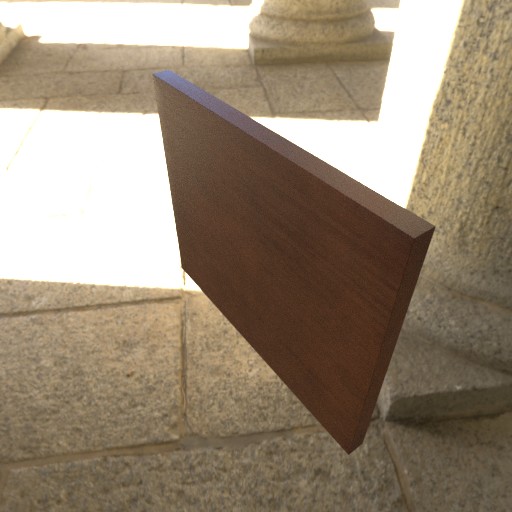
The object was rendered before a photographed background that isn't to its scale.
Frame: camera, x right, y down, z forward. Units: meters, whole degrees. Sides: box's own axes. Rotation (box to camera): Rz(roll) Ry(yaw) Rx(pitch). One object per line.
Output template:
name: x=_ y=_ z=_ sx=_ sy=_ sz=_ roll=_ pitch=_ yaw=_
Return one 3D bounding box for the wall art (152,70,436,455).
wall art: x=0.000 y=0.000 z=0.752 sx=0.033 sy=0.457 sz=0.558 roll=-26 pitch=48 yaw=-26
